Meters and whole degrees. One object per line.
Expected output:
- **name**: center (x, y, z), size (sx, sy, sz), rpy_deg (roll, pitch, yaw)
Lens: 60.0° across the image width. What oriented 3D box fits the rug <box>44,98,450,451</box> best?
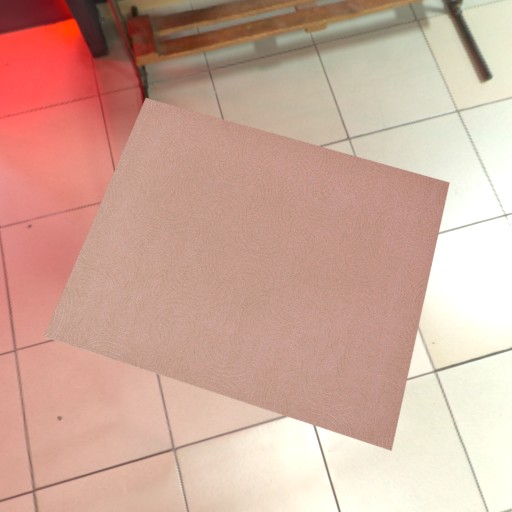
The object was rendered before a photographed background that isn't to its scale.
- **rug**: center (0.000, 0.000, 3.369), size (2.584, 0.011, 2.073), rpy_deg (17, 76, 4)
